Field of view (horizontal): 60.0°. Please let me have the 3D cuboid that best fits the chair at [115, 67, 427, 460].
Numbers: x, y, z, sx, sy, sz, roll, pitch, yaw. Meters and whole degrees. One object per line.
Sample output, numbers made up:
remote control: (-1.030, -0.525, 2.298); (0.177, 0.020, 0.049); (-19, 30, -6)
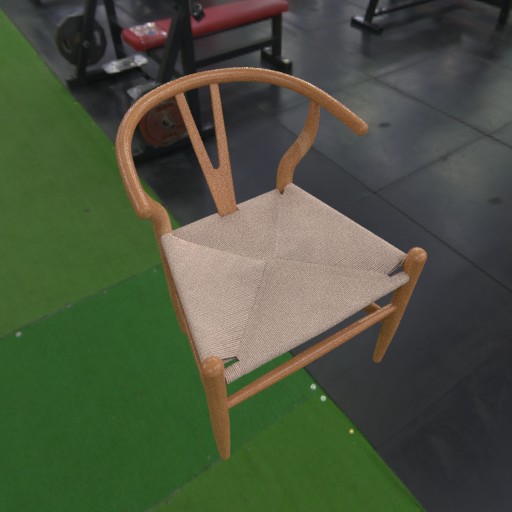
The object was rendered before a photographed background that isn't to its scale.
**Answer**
chair: (0.000, 0.000, 1.134); (0.569, 0.730, 0.579); (-25, 52, -21)
